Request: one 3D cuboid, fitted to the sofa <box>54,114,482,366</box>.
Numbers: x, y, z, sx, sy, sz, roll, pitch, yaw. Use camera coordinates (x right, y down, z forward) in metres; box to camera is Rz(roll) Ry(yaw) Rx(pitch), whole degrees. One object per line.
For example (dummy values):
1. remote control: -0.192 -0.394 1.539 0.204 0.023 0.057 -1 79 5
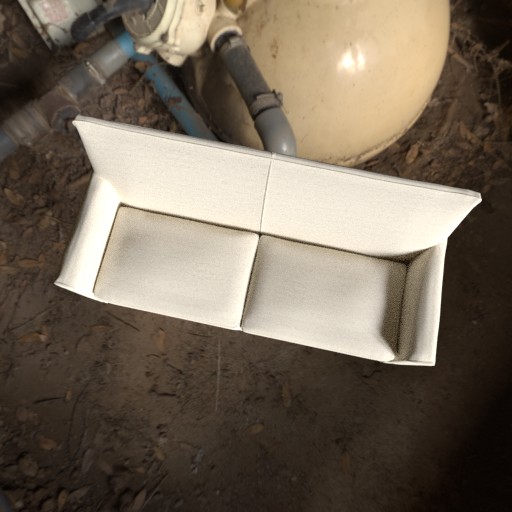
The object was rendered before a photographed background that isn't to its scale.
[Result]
1. sofa: 0.000 0.000 2.462 2.001 0.907 0.841 12 77 3
